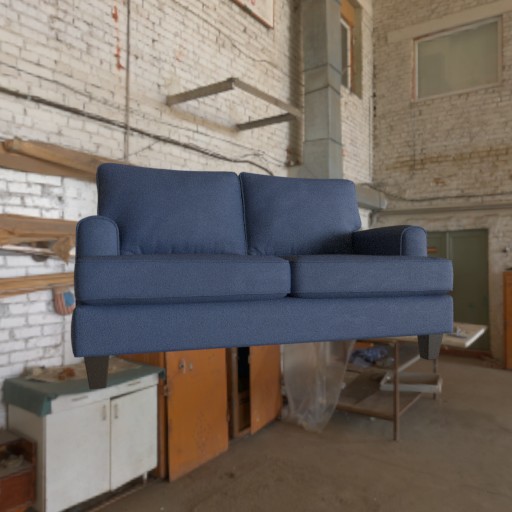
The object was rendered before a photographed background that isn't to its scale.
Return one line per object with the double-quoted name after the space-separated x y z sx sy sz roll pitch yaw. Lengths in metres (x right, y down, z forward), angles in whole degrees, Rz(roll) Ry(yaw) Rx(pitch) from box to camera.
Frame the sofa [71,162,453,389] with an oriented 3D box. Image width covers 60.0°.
0.000 0.000 2.205 1.651 0.965 0.965 0 -1 -19 "sofa"
